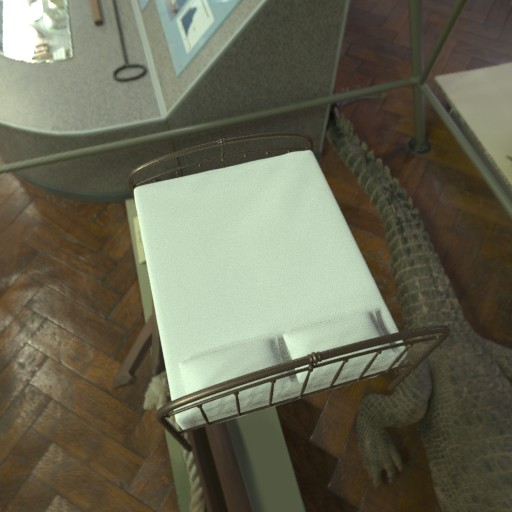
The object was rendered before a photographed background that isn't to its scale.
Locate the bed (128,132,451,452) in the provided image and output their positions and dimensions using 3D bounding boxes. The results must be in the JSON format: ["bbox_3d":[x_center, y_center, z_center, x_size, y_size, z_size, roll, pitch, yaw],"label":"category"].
[{"bbox_3d":[0.000,0.000,3.323,1.711,1.475,2.168,-14,60,-8],"label":"bed"}]
